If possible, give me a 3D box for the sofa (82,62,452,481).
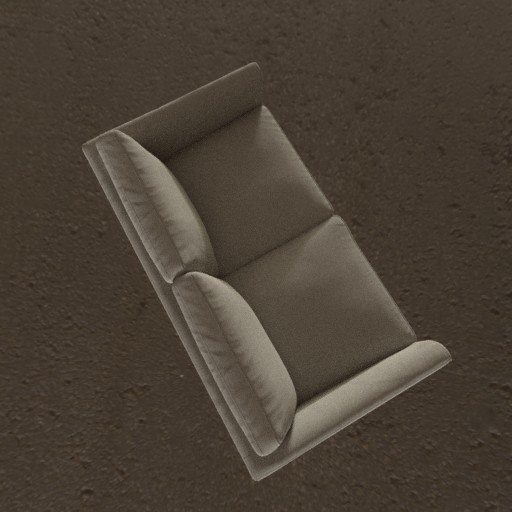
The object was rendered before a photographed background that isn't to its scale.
[{"bbox_3d":[0.000,0.000,2.435,1.091,0.839,1.905,-29,77,-7],"label":"sofa"}]
